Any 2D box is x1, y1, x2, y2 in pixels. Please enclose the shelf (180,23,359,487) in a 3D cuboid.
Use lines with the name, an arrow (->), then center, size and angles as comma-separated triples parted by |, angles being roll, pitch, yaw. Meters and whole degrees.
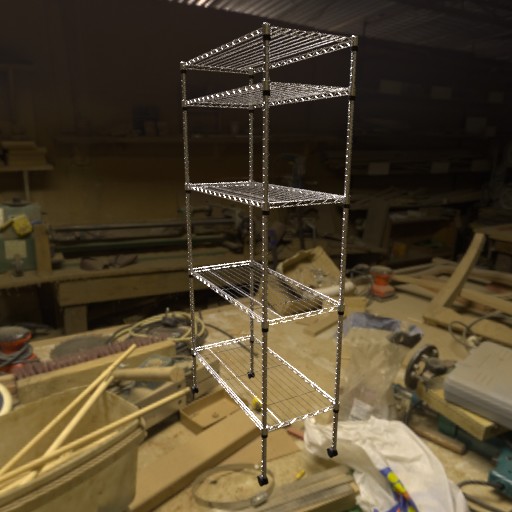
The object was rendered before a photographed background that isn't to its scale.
shelf -> 0.000, 0.000, 1.863 | 0.356, 1.587, 0.762 | -8, 16, -27
